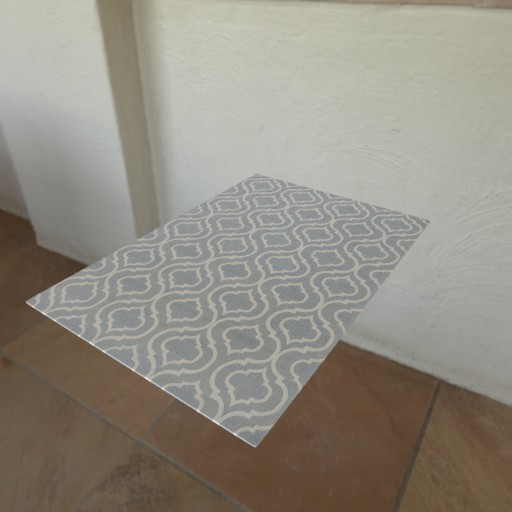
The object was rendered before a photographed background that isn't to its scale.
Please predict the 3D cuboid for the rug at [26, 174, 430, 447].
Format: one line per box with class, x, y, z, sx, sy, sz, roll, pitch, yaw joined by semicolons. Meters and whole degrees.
rug;0.000;0.000;2.652;1.451;0.010;2.080;21;38;29
